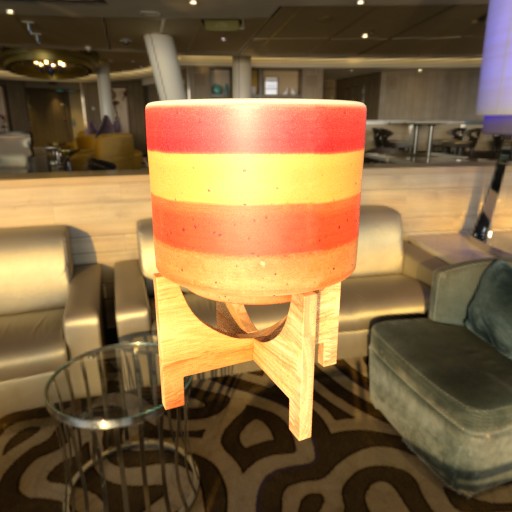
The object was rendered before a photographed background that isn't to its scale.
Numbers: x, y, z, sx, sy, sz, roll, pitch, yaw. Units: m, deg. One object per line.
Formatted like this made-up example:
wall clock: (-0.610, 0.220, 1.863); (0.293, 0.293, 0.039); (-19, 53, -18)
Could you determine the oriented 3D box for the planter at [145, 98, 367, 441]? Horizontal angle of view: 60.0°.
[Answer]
planter: (0.000, 0.000, 0.583); (0.269, 0.379, 0.269); (0, 17, 0)
